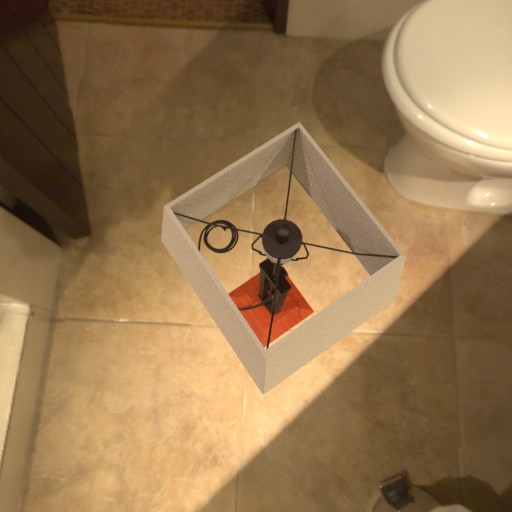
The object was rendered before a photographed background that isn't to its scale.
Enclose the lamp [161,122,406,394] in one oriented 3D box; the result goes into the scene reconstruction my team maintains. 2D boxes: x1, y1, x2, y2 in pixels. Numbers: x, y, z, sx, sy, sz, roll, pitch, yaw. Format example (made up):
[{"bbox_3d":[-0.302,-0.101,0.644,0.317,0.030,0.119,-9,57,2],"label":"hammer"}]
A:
[{"bbox_3d":[0.000,0.000,0.993,0.310,0.737,0.498,-33,78,-8],"label":"lamp"}]
